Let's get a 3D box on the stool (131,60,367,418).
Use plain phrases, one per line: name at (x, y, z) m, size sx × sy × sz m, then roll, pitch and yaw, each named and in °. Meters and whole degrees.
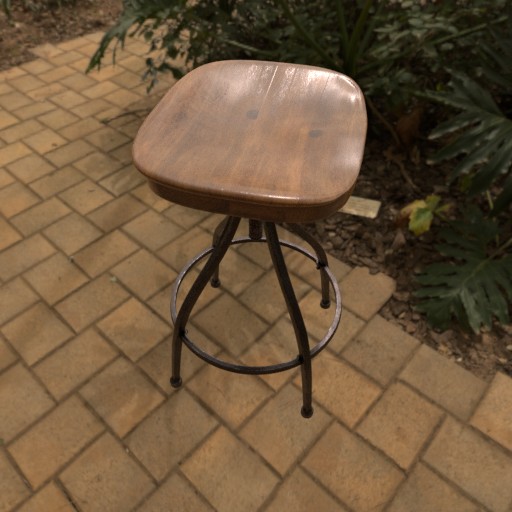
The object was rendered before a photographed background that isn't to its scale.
stool at (0.000, 0.000, 0.995) m, size 0.424 × 0.694 × 0.432 m, roll 10°, pitch 47°, yaw 9°
